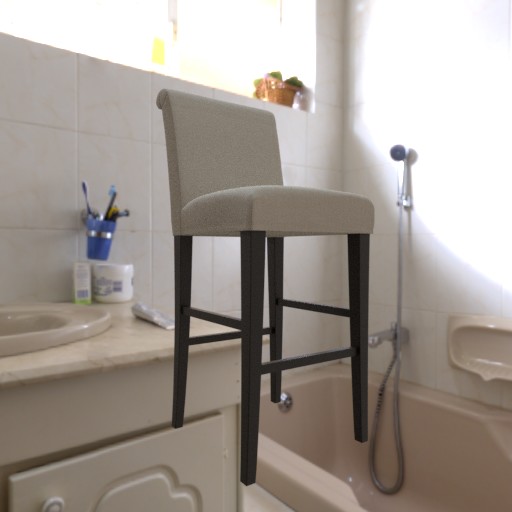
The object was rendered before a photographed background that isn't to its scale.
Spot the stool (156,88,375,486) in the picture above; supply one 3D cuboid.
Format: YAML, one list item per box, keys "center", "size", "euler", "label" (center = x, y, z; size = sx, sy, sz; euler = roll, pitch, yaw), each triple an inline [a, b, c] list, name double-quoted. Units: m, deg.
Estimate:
- center: [0.000, 0.000, 1.427]
  size: [0.452, 1.124, 0.597]
  euler: [-1, 1, -35]
  label: "stool"
